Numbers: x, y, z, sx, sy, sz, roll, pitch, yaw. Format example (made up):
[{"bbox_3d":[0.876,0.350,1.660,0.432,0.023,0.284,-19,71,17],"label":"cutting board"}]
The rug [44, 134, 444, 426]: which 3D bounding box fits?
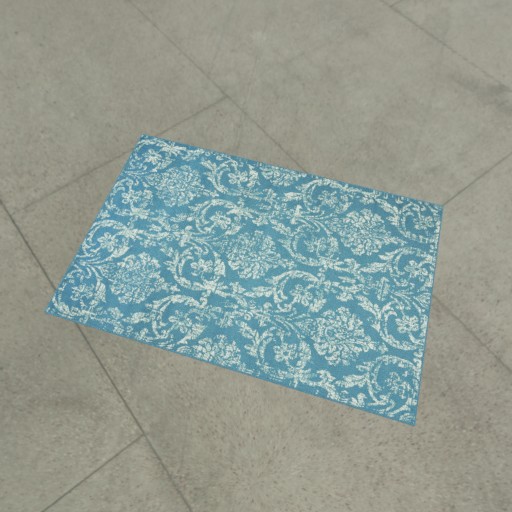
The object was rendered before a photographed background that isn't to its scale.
[{"bbox_3d":[0.000,0.000,3.510,2.746,0.018,1.816,15,64,8],"label":"rug"}]
